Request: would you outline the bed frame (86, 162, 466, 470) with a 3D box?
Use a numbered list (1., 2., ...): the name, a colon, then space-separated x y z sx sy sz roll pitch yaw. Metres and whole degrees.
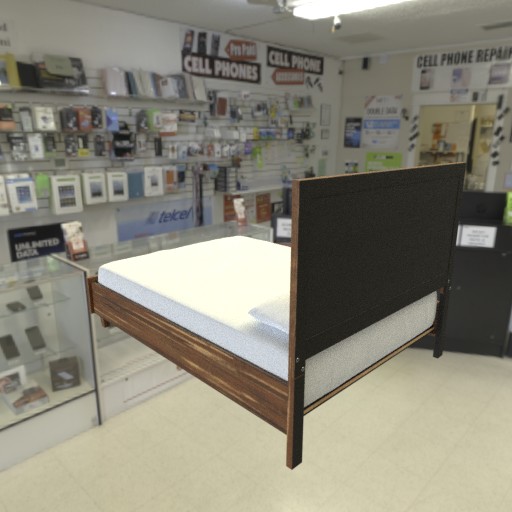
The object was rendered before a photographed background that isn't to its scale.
1. bed frame: 0.000 0.000 3.352 1.696 1.417 2.276 -14 21 -42
